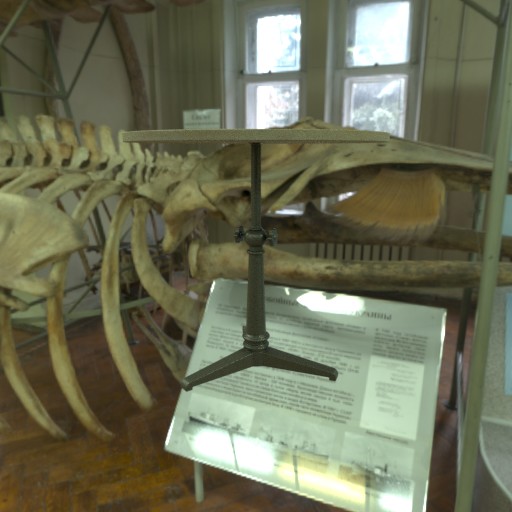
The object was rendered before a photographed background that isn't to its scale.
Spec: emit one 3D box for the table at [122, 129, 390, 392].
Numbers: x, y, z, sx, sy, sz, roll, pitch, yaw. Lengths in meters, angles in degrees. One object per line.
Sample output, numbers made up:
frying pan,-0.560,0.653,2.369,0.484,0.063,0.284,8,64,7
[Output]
table,0.000,0.000,1.471,0.800,0.780,0.800,0,14,0
